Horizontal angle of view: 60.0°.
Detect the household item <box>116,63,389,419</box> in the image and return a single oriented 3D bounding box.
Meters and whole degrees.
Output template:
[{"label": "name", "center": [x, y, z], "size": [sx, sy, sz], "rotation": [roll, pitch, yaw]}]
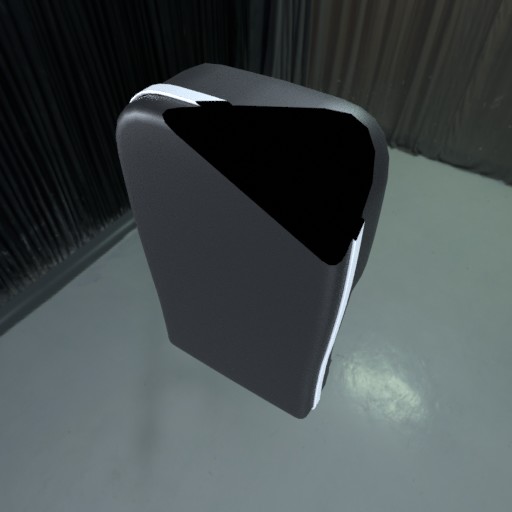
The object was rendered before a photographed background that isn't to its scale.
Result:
[{"label": "household item", "center": [0.000, 0.000, 0.145], "size": [0.070, 0.114, 0.038], "rotation": [25, 52, 21]}]
